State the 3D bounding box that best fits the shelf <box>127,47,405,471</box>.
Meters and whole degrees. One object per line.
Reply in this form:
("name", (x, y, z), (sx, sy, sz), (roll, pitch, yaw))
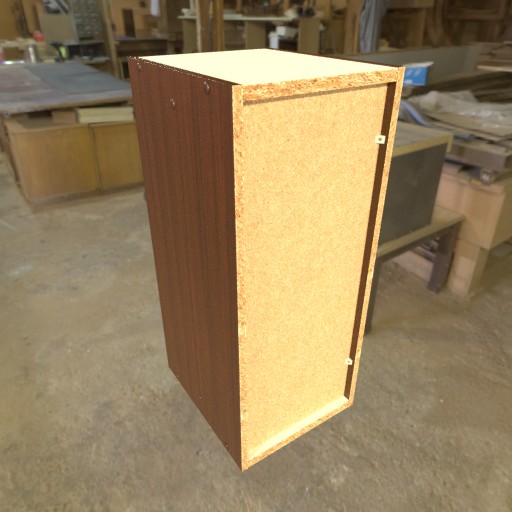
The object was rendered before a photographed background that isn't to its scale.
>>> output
("shelf", (0.000, 0.000, 0.742), (0.253, 0.600, 0.290), (-19, 35, -29))
